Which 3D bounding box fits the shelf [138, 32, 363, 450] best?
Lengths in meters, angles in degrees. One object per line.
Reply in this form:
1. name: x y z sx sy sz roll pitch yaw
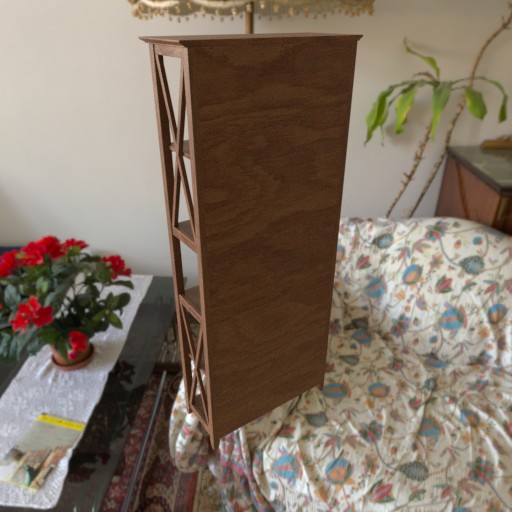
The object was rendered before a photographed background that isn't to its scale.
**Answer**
1. shelf: 0.000 0.000 2.138 0.805 1.905 0.335 -18 33 -30
